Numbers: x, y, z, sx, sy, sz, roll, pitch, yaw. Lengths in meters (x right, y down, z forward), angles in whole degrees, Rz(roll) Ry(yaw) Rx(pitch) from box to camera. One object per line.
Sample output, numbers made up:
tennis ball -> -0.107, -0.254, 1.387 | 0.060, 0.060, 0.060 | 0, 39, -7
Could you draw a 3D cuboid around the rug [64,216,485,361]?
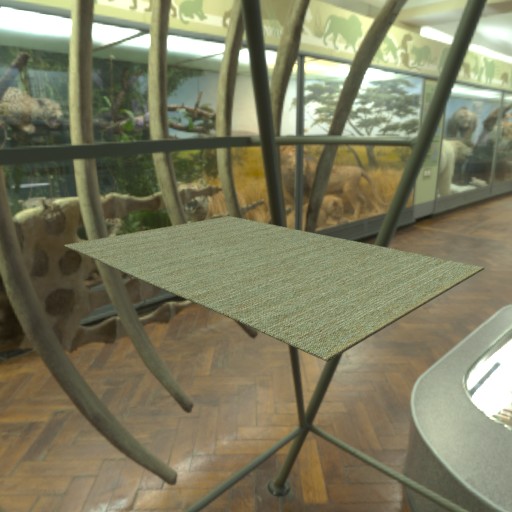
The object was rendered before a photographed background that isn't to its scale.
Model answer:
rug -> 0.000, 0.000, 2.295 | 1.240, 0.010, 1.824 | -15, 22, -43
